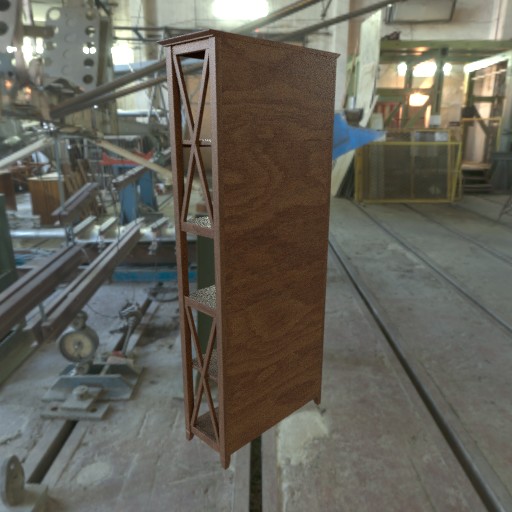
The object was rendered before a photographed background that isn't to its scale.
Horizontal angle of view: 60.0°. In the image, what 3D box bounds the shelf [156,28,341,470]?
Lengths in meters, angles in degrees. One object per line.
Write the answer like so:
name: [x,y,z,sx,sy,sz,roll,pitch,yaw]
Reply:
shelf: [0.000,0.000,2.216,0.335,1.905,0.805,16,22,43]
